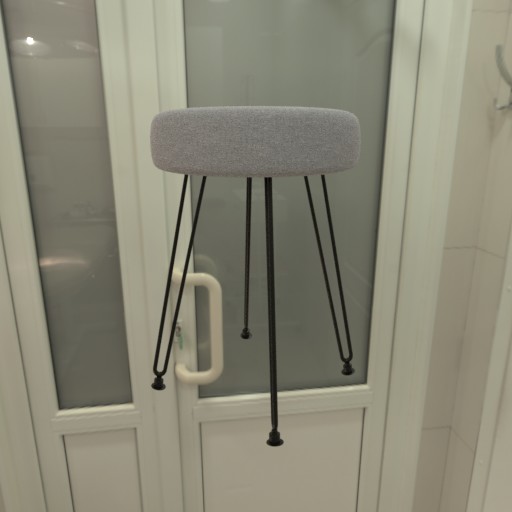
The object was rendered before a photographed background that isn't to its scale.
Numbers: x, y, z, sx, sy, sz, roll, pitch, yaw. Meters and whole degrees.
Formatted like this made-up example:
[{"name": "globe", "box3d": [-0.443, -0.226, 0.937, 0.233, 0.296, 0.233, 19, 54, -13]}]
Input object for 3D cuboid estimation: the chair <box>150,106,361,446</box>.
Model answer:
[{"name": "chair", "box3d": [0.000, 0.000, 0.698, 0.350, 0.440, 0.350, -2, 16, -8]}]
